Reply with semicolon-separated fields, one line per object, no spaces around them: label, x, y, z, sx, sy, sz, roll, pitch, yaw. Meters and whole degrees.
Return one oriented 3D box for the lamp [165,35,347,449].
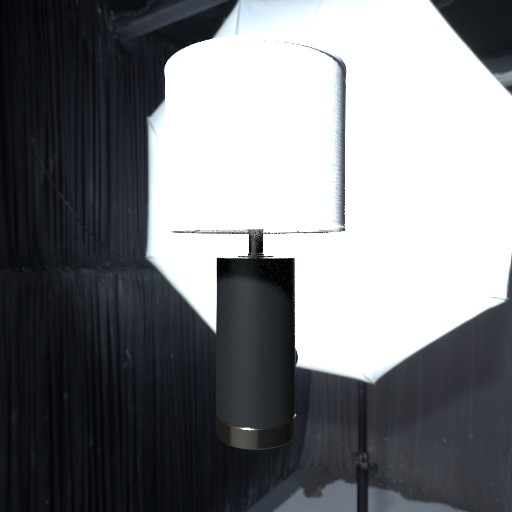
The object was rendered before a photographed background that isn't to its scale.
lamp;0.000;0.000;0.603;0.241;0.482;0.240;1;2;36
